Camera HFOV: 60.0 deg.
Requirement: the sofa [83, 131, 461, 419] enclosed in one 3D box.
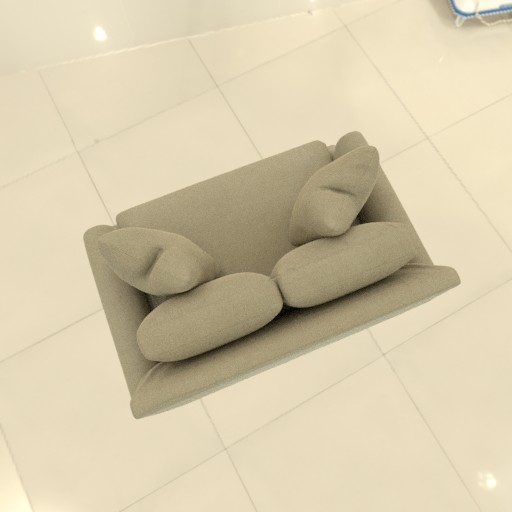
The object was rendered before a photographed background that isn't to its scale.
[{"bbox_3d":[0.000,0.000,2.232,1.550,0.905,1.070,-21,75,-6],"label":"sofa"}]
